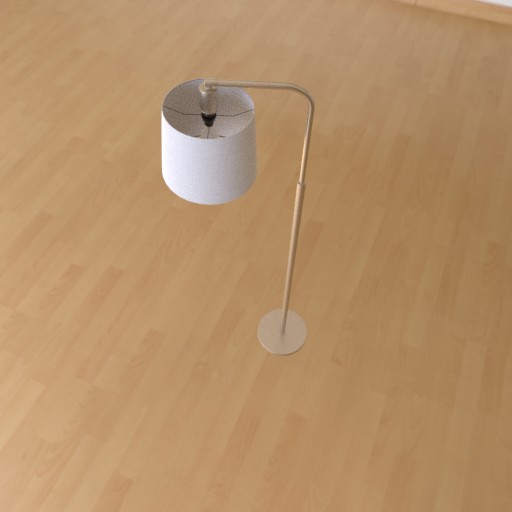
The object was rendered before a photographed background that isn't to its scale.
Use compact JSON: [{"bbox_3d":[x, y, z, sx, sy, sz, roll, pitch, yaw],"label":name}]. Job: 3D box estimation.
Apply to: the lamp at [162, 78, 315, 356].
[{"bbox_3d":[0.000,0.000,1.602,0.508,1.478,0.254,-1,58,-1],"label":"lamp"}]
